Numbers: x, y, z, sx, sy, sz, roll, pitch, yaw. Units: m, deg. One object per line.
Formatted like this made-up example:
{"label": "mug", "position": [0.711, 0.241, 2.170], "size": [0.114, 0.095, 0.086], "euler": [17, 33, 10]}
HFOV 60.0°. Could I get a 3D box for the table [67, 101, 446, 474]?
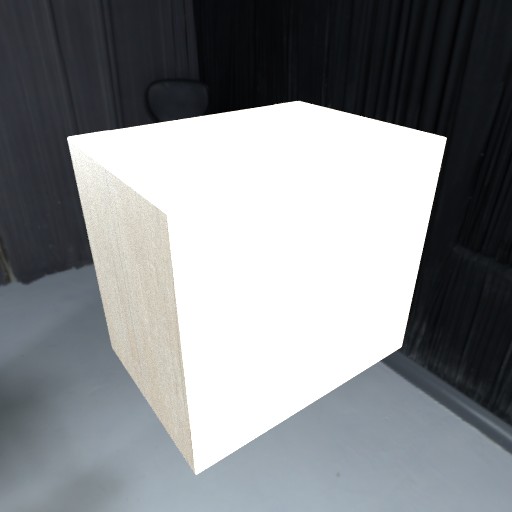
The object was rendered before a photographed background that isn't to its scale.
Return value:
{"label": "table", "position": [0.000, 0.000, 0.951], "size": [0.570, 0.510, 0.420], "euler": [-20, 36, -31]}
